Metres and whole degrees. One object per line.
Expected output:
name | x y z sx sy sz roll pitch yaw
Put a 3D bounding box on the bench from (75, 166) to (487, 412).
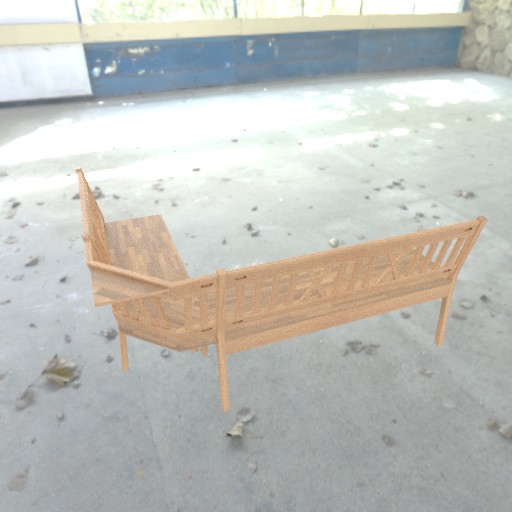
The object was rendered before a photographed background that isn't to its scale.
bench | 0.000 0.000 2.806 1.937 0.902 1.537 -11 33 -18
